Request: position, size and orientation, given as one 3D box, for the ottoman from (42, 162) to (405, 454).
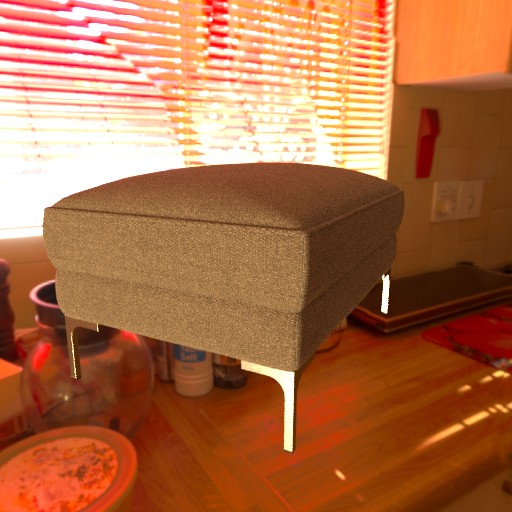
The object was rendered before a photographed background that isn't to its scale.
[{"bbox_3d":[0.000,0.000,1.133,0.583,0.464,0.785,7,15,27],"label":"ottoman"}]
